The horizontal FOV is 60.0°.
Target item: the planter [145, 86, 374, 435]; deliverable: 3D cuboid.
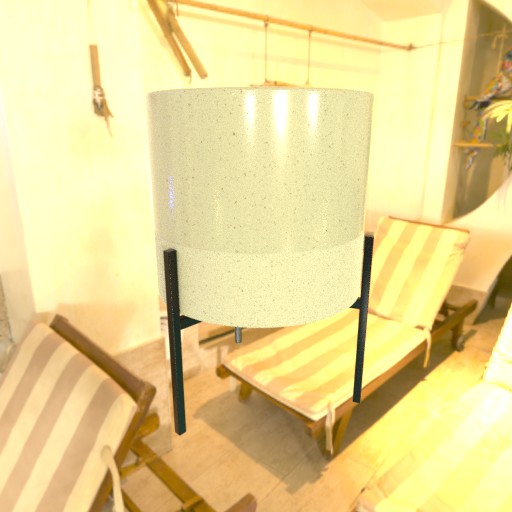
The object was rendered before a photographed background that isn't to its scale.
[{"bbox_3d":[0.000,0.000,0.334,0.152,0.230,0.159,16,24,42],"label":"planter"}]
